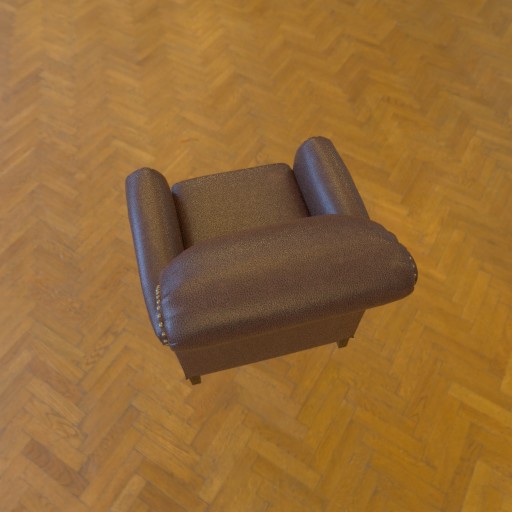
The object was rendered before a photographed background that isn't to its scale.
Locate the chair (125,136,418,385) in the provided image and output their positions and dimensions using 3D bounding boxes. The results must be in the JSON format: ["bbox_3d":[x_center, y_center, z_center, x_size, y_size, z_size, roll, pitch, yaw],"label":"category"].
[{"bbox_3d":[0.000,0.000,1.660,0.854,0.927,0.890,-12,58,-8],"label":"chair"}]
